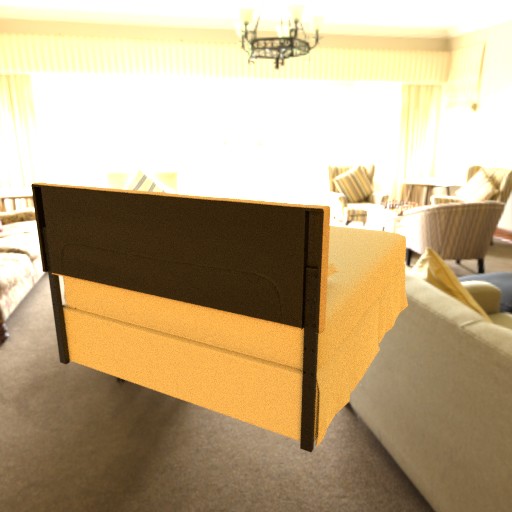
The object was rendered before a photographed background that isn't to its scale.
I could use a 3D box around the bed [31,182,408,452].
[{"bbox_3d":[0.000,0.000,2.808,1.616,1.016,1.876,8,18,28],"label":"bed"}]
